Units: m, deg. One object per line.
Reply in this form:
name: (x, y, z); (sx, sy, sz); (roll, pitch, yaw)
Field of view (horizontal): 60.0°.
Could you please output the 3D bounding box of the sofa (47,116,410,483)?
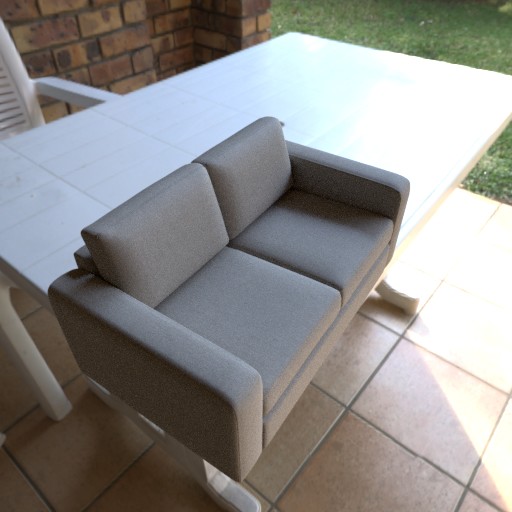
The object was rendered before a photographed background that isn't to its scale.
sofa: (0.000, 0.000, 2.041); (0.900, 0.800, 1.540); (24, 46, 25)
